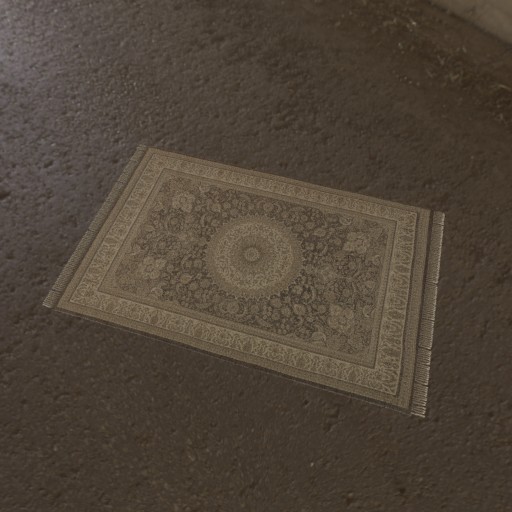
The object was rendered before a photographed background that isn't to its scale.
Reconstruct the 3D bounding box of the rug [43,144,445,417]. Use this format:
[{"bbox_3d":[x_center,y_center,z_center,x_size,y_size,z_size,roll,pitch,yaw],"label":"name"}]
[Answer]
[{"bbox_3d":[0.000,0.000,3.060,2.440,0.010,1.528,14,59,9],"label":"rug"}]
